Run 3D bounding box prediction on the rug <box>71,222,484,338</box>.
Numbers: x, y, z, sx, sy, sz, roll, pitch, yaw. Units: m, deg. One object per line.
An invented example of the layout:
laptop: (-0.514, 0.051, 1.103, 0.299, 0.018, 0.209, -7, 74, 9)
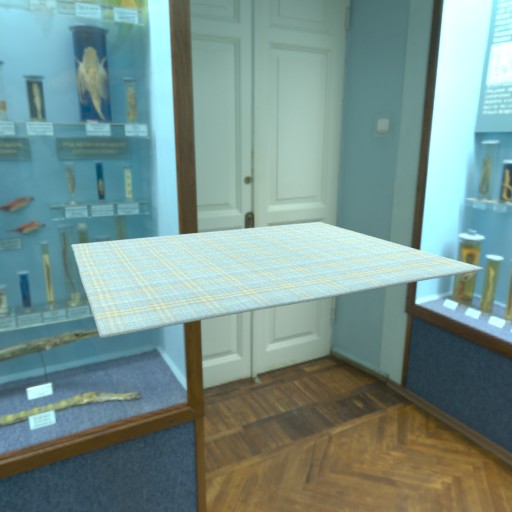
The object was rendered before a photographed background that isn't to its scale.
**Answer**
rug: (0.000, 0.000, 4.116, 3.066, 0.030, 2.462, -7, 16, -25)
